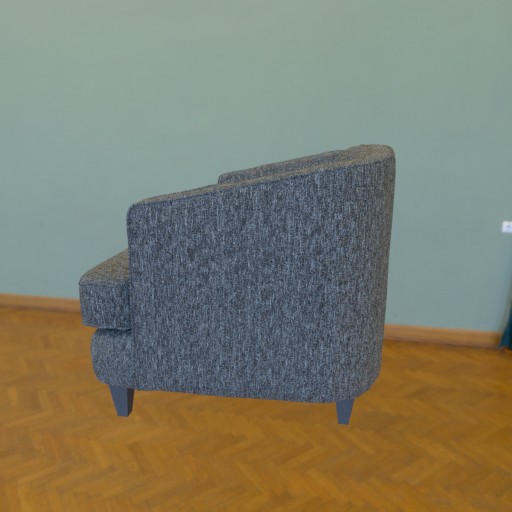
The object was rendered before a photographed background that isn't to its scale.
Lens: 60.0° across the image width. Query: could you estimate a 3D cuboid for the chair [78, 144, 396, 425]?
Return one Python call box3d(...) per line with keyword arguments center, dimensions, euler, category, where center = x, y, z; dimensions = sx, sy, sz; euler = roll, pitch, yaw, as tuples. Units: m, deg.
box3d(center=(0.000, 0.000, 1.740), dimensions=(0.941, 0.852, 1.104), euler=(3, 15, 10), category="chair")
